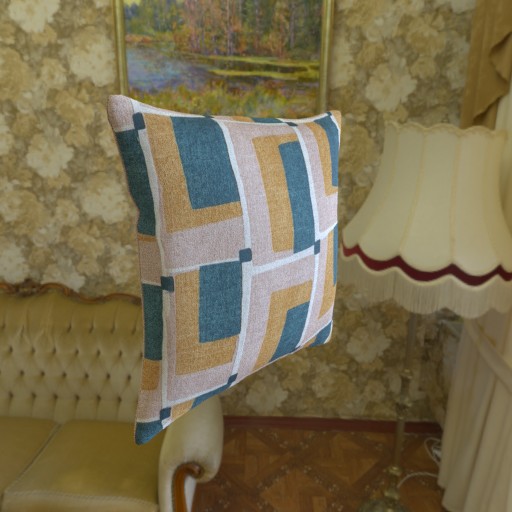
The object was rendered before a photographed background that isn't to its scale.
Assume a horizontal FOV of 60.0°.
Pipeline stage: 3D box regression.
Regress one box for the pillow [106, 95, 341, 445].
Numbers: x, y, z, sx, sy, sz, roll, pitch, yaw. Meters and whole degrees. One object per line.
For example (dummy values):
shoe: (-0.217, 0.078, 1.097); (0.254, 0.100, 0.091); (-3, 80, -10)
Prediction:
pillow: (0.000, 0.000, 0.735); (0.158, 0.479, 0.478); (14, 21, 43)
